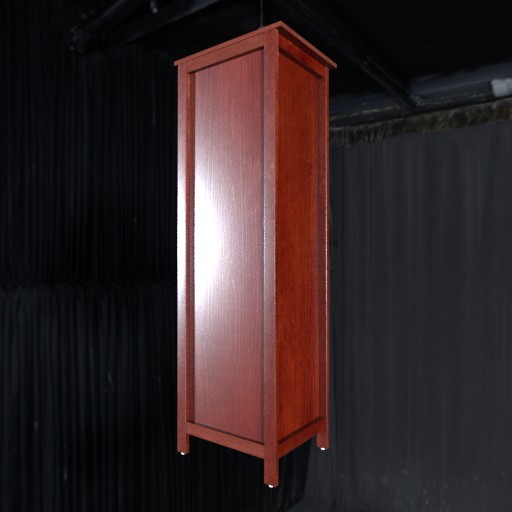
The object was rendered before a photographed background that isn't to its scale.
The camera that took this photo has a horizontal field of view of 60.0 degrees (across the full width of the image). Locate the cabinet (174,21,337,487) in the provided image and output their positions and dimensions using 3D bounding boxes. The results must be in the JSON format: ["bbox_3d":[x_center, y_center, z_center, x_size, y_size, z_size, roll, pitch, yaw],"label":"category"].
[{"bbox_3d":[0.000,0.000,1.738,0.500,1.518,0.401,0,-1,37],"label":"cabinet"}]
